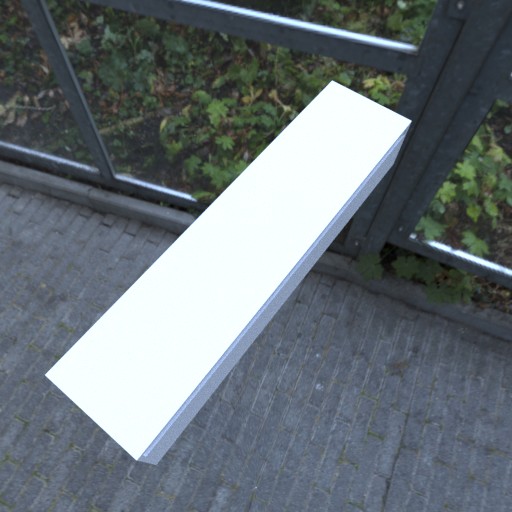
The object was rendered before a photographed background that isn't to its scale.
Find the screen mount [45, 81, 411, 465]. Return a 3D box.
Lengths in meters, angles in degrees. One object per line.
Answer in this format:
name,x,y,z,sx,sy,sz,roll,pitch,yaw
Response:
screen mount,0.000,0.000,1.819,0.399,0.432,1.644,34,67,16
